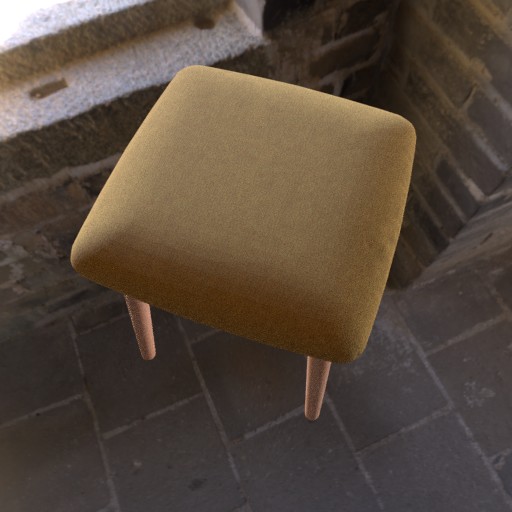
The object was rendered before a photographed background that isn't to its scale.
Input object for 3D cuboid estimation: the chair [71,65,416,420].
[{"bbox_3d":[0.000,0.000,0.691,0.350,0.440,0.350,17,65,9],"label":"chair"}]
